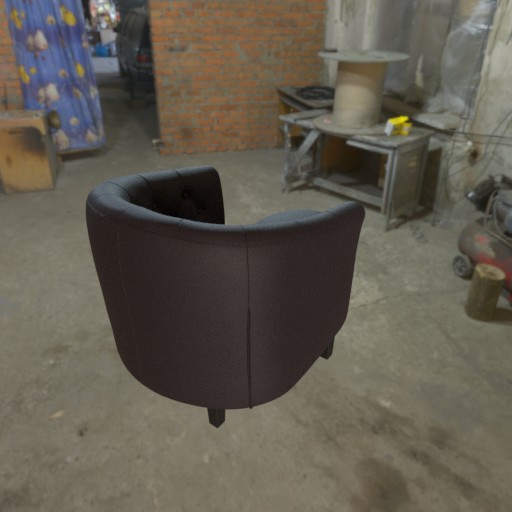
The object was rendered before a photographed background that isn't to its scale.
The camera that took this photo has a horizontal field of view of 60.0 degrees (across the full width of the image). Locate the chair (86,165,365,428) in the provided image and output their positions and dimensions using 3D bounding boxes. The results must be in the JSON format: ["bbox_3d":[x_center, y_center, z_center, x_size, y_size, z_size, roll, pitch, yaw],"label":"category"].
[{"bbox_3d":[0.000,0.000,1.695,0.763,0.760,1.191,20,35,32],"label":"chair"}]
